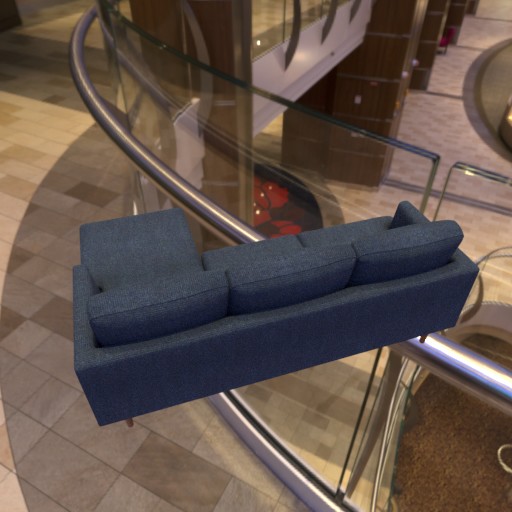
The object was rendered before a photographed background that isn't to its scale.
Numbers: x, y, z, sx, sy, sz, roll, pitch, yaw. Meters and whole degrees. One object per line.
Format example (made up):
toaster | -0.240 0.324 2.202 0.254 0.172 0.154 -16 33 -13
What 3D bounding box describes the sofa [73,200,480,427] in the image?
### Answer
sofa | 0.000 0.000 2.944 2.233 0.956 1.504 -12 42 -14
